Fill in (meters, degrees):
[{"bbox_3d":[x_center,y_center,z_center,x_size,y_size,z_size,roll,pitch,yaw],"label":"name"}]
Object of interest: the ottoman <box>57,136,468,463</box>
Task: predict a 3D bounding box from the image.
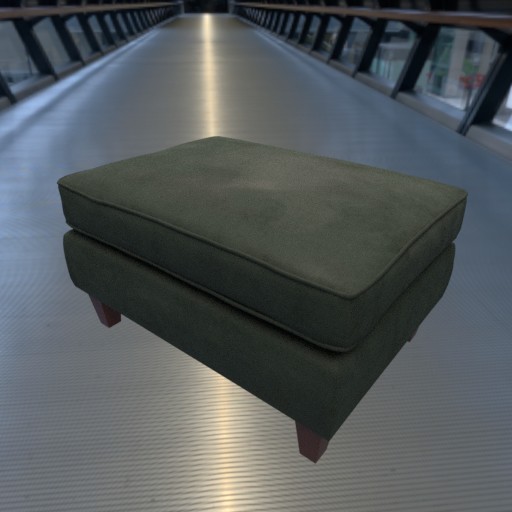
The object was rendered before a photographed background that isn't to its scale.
[{"bbox_3d":[0.000,0.000,1.187,0.864,0.495,0.632,21,35,33],"label":"ottoman"}]
